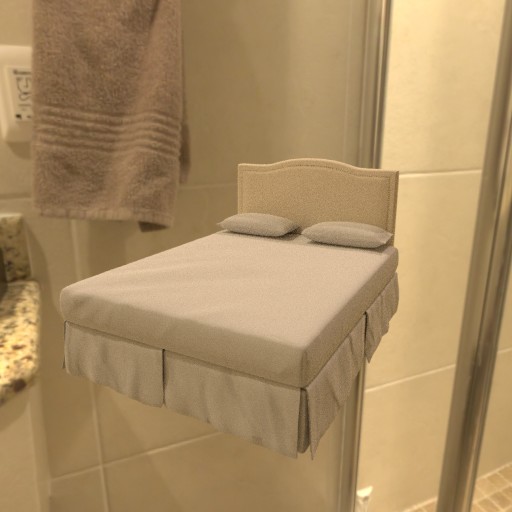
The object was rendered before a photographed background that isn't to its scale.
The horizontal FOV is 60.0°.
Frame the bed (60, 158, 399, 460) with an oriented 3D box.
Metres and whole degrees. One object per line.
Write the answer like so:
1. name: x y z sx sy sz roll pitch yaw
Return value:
1. bed: 0.000 0.000 3.621 1.977 1.437 2.477 8 18 27
